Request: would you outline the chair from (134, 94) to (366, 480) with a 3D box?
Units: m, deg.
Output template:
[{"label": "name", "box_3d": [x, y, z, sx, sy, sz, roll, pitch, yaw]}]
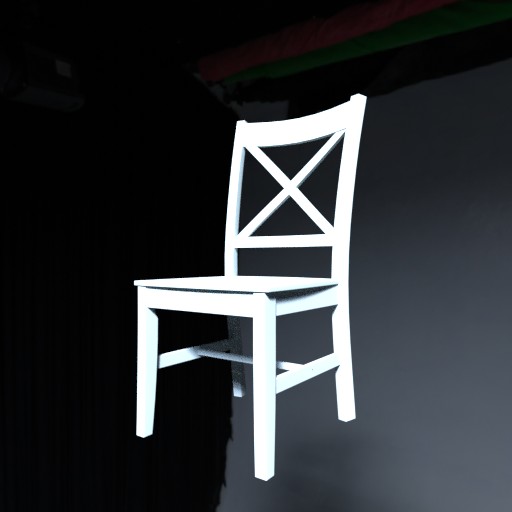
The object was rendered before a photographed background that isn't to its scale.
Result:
[{"label": "chair", "box_3d": [0.000, 0.000, 1.304, 0.485, 0.983, 0.542, 0, 0, 36]}]
